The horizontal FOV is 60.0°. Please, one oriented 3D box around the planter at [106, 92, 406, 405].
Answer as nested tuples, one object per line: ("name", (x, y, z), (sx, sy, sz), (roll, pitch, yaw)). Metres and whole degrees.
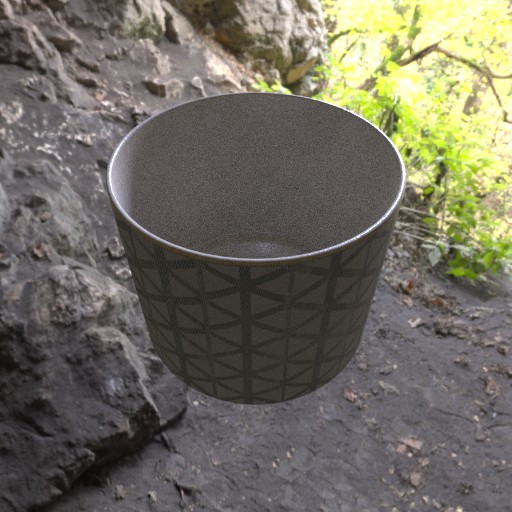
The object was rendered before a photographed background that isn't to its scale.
("planter", (0.000, 0.000, 0.351), (0.190, 0.181, 0.190), (0, 45, 0))
